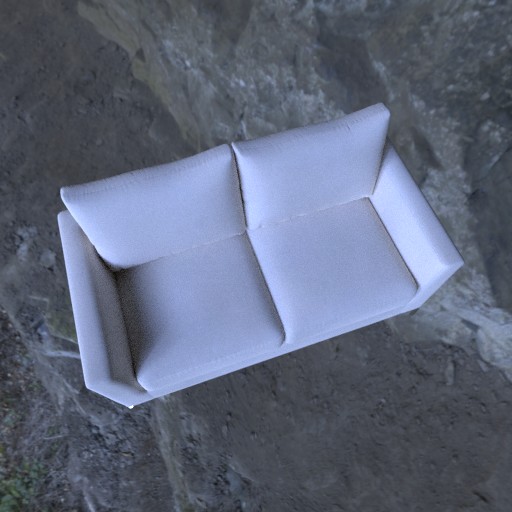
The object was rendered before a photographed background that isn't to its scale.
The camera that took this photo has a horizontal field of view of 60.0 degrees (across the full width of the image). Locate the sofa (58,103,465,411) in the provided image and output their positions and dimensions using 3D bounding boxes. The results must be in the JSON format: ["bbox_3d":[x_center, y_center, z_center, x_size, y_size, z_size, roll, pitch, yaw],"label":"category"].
[{"bbox_3d":[0.000,0.000,2.256,1.739,0.995,0.906,-17,64,-8],"label":"sofa"}]
